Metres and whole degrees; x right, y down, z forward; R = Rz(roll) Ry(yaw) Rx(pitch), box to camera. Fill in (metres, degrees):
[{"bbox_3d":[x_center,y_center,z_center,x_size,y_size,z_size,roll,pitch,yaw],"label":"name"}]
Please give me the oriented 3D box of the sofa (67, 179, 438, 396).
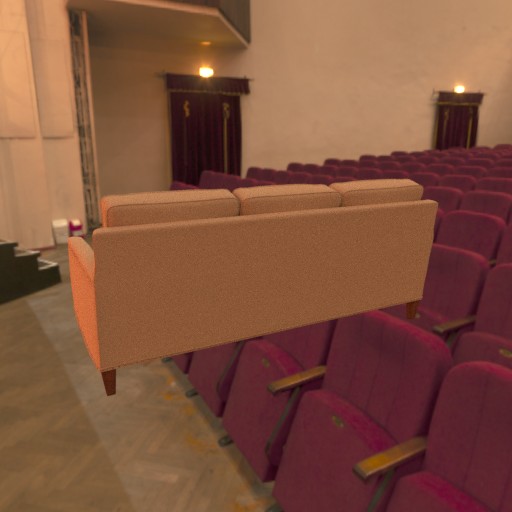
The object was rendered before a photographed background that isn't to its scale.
[{"bbox_3d":[0.000,0.000,2.957,2.246,1.003,1.084,-8,17,-27],"label":"sofa"}]
